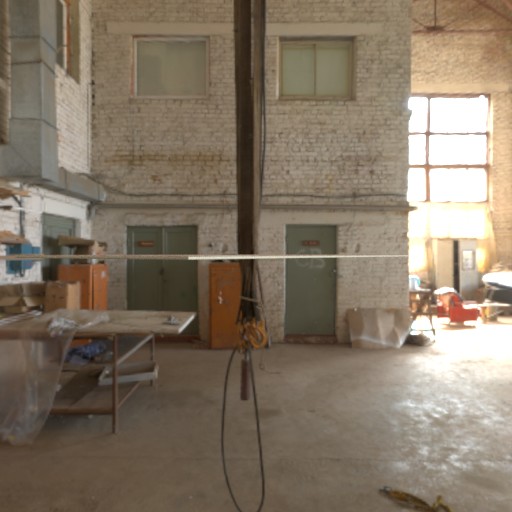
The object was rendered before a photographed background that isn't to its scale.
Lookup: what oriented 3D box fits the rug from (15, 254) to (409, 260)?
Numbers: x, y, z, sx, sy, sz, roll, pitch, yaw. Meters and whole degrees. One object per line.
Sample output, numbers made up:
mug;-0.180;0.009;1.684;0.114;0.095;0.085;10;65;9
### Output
rug;0.000;0.000;1.422;0.604;0.007;1.219;0;0;36
